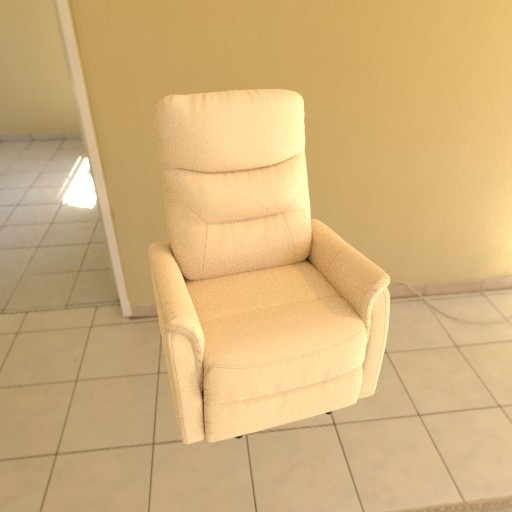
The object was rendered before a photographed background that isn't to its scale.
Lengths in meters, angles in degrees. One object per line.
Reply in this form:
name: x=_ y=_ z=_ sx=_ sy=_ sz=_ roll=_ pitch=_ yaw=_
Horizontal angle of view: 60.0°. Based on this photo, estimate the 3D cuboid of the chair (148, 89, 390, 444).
chair: x=0.000 y=0.000 z=1.670 sx=0.775 sy=1.082 sz=0.831 roll=-9 pitch=34 yaw=-14
